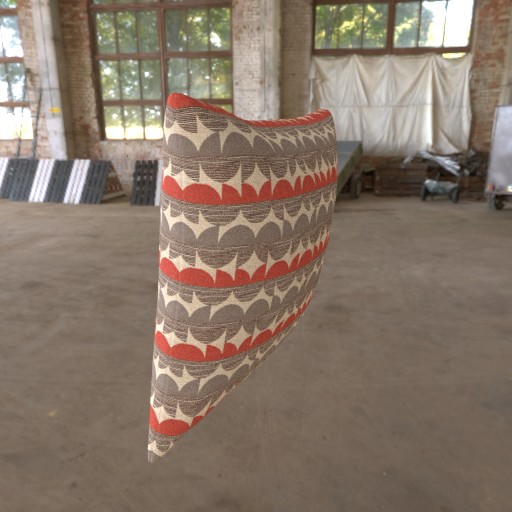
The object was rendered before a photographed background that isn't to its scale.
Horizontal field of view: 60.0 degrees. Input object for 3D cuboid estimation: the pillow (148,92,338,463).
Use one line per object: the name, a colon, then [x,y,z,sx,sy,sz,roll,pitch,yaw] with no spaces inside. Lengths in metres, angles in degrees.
pillow: [0.000,0.000,0.629,0.180,0.410,0.420,8,18,26]
